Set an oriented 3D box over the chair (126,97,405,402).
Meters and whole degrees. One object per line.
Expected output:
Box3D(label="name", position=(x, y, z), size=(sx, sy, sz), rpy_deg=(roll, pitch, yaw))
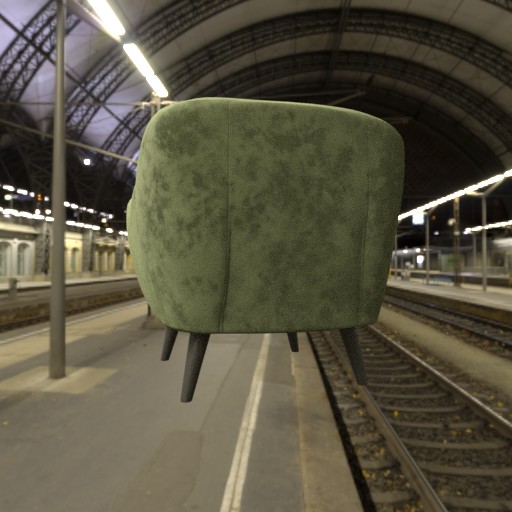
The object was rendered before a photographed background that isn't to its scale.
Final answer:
Box3D(label="chair", position=(0.000, 0.000, 1.520), size=(0.840, 0.804, 0.819), rpy_deg=(0, -1, -18))
